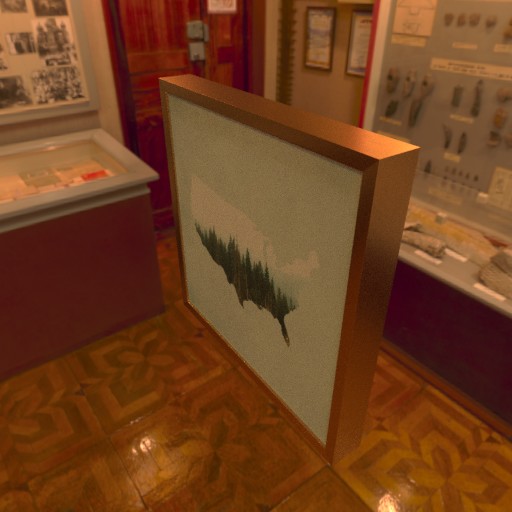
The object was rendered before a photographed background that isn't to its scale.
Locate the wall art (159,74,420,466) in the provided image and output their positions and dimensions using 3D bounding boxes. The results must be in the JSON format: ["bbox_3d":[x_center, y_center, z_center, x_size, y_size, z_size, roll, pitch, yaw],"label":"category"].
[{"bbox_3d":[0.000,0.000,0.456,0.038,0.304,0.304,-21,38,-29],"label":"wall art"}]
